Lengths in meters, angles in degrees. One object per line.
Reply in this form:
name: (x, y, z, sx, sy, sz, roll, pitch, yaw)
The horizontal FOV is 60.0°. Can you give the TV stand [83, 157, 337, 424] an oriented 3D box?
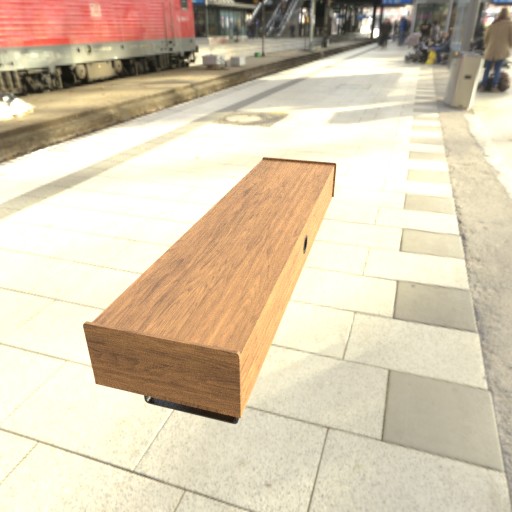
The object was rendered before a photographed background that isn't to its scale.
TV stand: (0.000, 0.000, 2.021, 0.467, 0.415, 1.796, 8, 29, 15)
